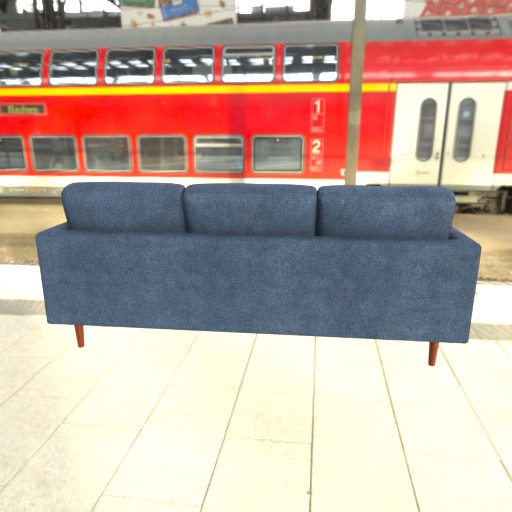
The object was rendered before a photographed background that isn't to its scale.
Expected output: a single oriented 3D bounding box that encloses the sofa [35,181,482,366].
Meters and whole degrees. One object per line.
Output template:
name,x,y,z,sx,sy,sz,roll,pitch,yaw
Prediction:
sofa,0.000,0.000,2.658,2.246,0.930,0.903,2,16,6
